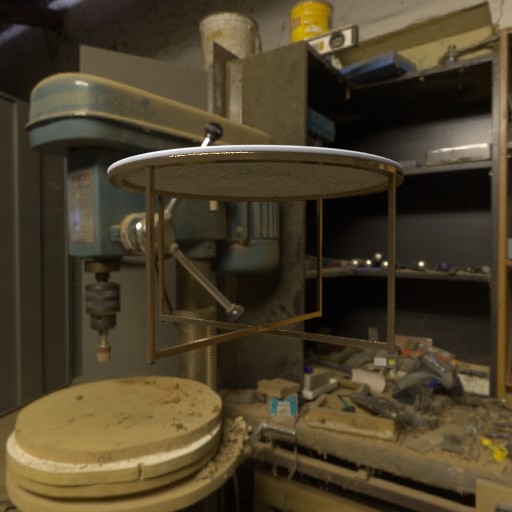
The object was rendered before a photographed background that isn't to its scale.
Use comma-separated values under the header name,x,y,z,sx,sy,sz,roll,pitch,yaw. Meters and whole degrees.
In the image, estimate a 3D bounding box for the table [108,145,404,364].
name,x,y,z,sx,sy,sz,roll,pitch,yaw
table,0.000,0.000,1.264,0.800,0.450,0.800,0,1,0
